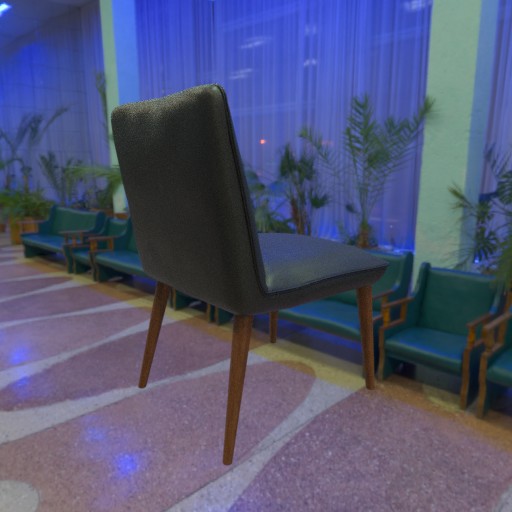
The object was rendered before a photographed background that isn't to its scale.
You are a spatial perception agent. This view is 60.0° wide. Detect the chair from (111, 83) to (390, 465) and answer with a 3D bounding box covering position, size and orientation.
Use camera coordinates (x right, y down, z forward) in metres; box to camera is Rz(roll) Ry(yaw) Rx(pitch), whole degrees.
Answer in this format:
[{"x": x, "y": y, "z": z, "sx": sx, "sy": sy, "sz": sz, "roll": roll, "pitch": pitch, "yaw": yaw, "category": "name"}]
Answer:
[{"x": 0.000, "y": 0.000, "z": 1.234, "sx": 0.645, "sy": 0.801, "sz": 0.543, "roll": -11, "pitch": 16, "yaw": -42, "category": "chair"}]
